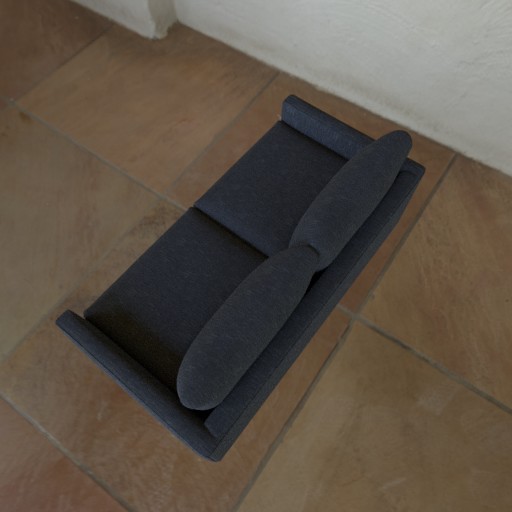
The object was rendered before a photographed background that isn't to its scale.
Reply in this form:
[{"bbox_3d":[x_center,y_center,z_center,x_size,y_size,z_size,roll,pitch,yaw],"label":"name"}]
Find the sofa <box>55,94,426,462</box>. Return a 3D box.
[{"bbox_3d":[0.000,0.000,2.199,0.866,0.862,1.716,35,68,16],"label":"sofa"}]
